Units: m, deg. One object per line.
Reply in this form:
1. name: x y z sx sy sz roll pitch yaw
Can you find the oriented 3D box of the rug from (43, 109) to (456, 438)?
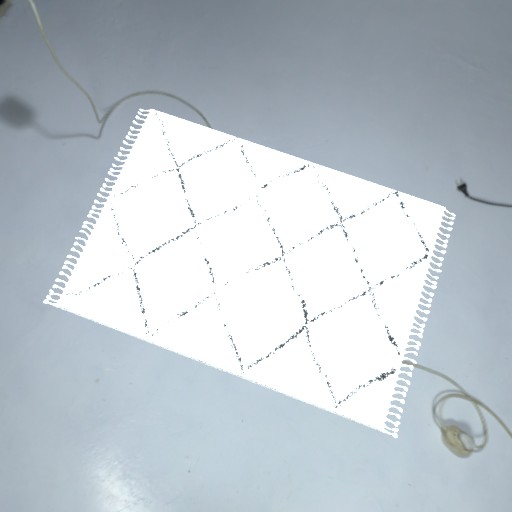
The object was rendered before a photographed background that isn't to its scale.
1. rug: 0.000 0.000 2.858 2.307 0.031 1.494 20 77 5
